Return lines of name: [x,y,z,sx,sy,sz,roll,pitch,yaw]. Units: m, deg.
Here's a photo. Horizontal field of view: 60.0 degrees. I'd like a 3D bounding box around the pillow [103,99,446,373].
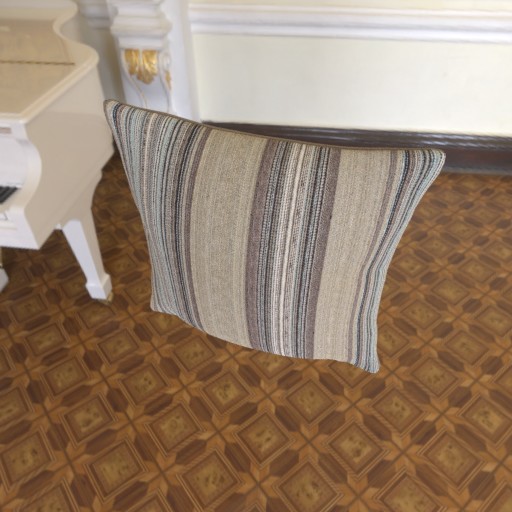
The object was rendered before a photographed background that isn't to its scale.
pillow: [0.000,0.000,0.661,0.435,0.416,0.189,13,44,14]
